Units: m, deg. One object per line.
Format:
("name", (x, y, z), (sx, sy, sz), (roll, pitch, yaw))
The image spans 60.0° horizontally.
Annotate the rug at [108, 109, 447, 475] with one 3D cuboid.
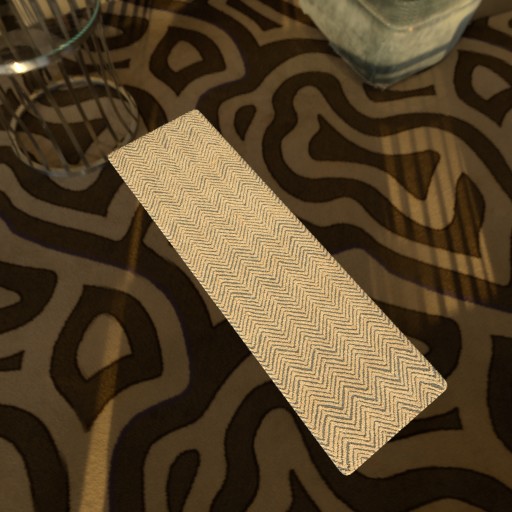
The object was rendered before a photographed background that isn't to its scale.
("rug", (0.000, 0.000, 2.504), (0.686, 0.008, 2.286), (-33, 68, -16))
